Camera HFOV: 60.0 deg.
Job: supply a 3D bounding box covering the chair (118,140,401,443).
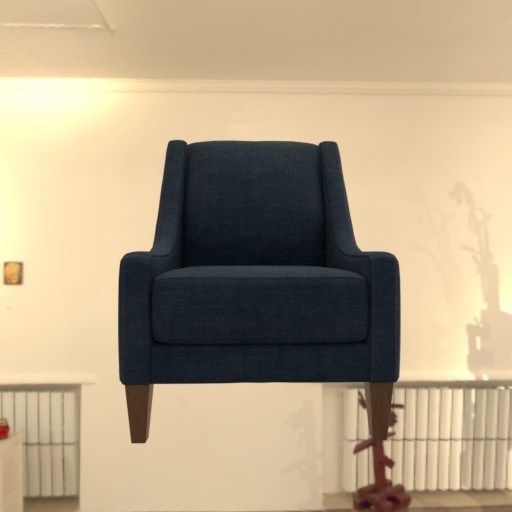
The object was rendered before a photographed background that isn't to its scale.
[{"bbox_3d":[0.000,0.000,1.585,0.774,1.014,0.870,0,0,-2],"label":"chair"}]
